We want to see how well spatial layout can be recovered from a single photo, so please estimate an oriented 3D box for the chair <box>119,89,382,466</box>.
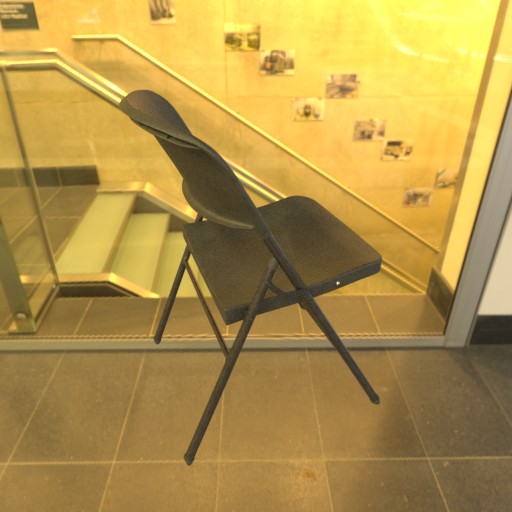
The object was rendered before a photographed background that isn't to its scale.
[{"bbox_3d":[0.000,0.000,1.150,0.566,0.810,0.494,-11,32,-17],"label":"chair"}]
